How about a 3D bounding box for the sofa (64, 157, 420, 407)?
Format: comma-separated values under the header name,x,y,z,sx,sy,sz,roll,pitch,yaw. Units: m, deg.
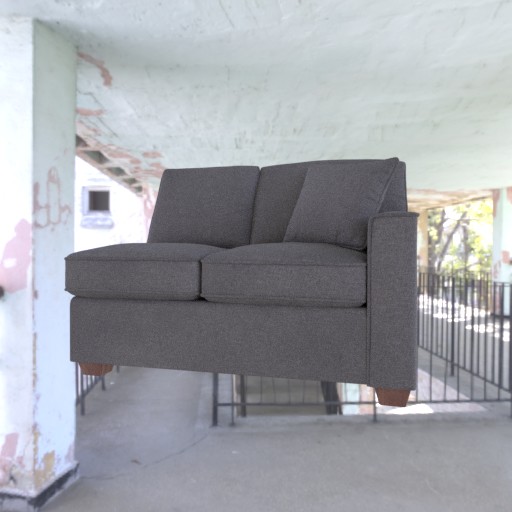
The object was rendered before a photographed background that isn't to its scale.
name,x,y,z,sx,sy,sz,roll,pitch,yaw
sofa,0.000,0.000,2.067,1.388,0.989,0.991,0,1,17
